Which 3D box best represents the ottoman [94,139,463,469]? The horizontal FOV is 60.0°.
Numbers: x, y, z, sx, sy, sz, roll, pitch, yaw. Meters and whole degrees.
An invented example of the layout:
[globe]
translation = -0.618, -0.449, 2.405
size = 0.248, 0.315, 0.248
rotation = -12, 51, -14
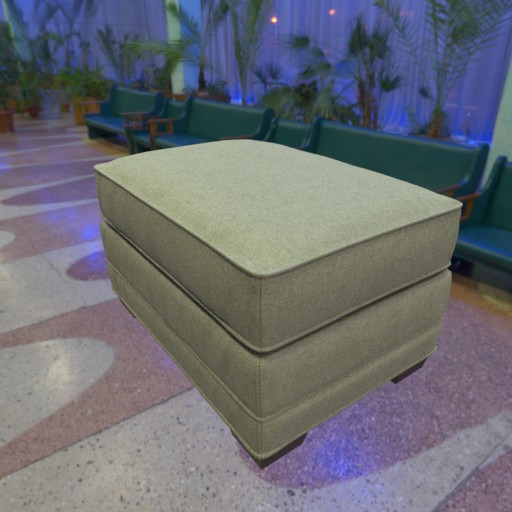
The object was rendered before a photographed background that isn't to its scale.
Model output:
[ottoman]
translation = 0.000, 0.000, 1.220
size = 0.611, 0.508, 0.848
rotation = -18, 31, -32
